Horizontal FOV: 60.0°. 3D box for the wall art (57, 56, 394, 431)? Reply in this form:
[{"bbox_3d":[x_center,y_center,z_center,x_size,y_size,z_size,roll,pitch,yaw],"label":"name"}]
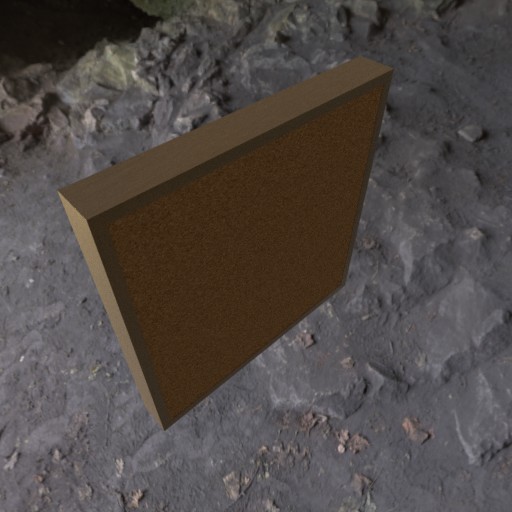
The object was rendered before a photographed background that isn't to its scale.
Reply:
[{"bbox_3d":[0.000,0.000,0.450,0.304,0.305,0.038,-34,55,-28],"label":"wall art"}]
